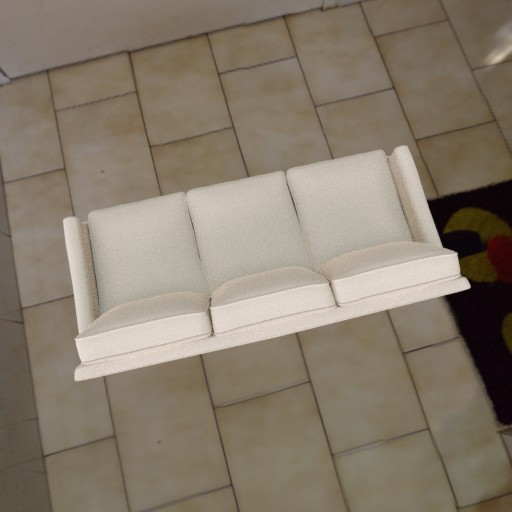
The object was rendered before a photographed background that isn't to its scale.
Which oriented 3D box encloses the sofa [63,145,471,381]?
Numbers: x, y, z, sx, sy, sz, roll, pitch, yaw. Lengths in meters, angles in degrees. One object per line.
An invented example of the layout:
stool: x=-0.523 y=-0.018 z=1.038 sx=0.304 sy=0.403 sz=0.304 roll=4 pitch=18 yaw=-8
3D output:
sofa: x=0.000 y=0.000 z=2.808 sx=2.246 sy=1.003 sz=1.084 roll=-13 pitch=76 yaw=-3
